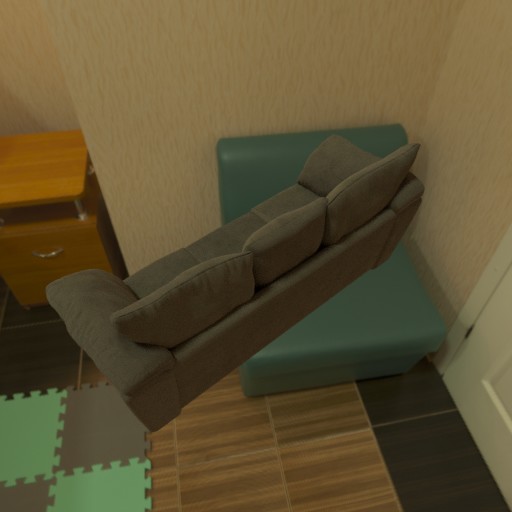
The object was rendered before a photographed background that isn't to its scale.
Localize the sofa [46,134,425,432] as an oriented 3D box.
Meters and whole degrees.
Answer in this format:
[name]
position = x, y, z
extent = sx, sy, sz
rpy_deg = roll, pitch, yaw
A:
[sofa]
position = 0.000, 0.000, 2.833
extent = 2.336, 1.073, 0.878
rpy_deg = -32, 54, -26
